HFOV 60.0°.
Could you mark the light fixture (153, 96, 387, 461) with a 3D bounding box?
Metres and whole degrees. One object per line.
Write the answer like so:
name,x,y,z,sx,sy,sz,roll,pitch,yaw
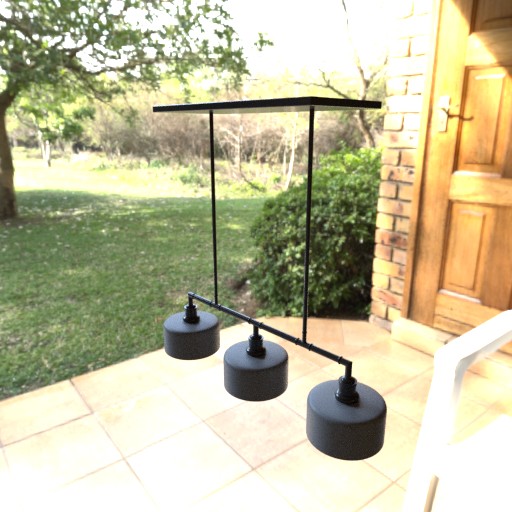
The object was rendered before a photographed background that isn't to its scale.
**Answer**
light fixture,0.000,0.000,0.857,0.177,0.557,0.582,-15,22,-42
